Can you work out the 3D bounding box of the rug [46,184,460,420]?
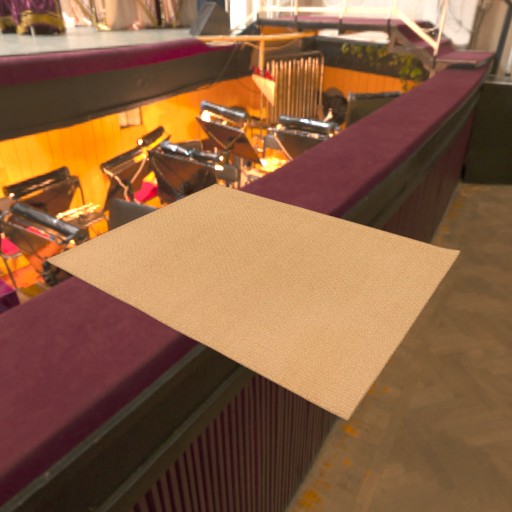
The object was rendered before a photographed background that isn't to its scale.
[{"bbox_3d":[0.000,0.000,3.925,2.897,0.035,2.277,20,36,31],"label":"rug"}]
